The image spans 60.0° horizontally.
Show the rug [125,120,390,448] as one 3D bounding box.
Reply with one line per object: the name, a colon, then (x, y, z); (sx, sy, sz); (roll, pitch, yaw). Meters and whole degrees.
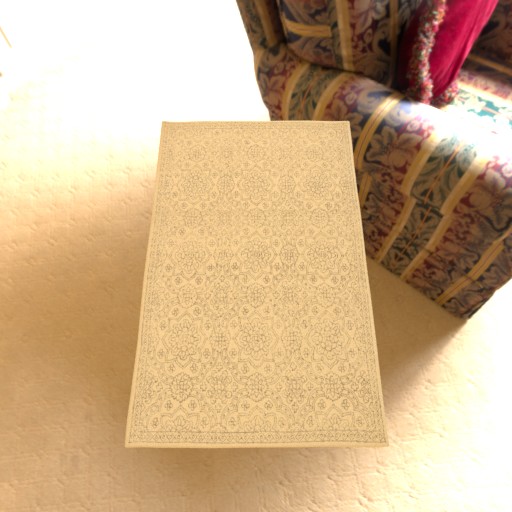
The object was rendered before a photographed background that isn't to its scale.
rug: (0.000, 0.000, 3.059); (1.518, 0.023, 2.434); (0, 64, 0)
